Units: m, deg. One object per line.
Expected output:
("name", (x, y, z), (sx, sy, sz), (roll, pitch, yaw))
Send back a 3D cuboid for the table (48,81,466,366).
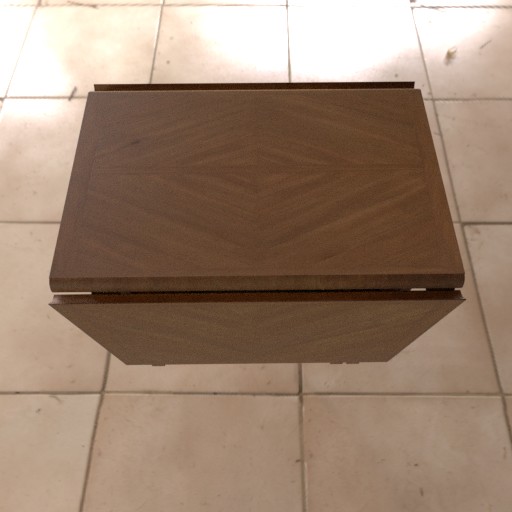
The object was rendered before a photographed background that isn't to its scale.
("table", (0.000, 0.000, 1.600), (0.967, 0.981, 0.701), (-1, 64, 0))
